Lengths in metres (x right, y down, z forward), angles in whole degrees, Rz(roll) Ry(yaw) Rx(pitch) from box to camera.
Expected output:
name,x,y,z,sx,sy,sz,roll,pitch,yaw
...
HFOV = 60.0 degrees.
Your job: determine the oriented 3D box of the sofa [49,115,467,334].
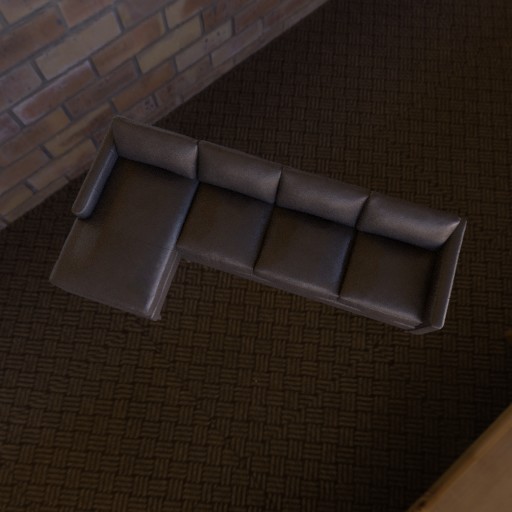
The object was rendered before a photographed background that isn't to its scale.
name,x,y,z,sx,sy,sz,roll,pitch,yaw
sofa,0.000,0.000,3.592,2.993,0.859,1.471,17,75,5
